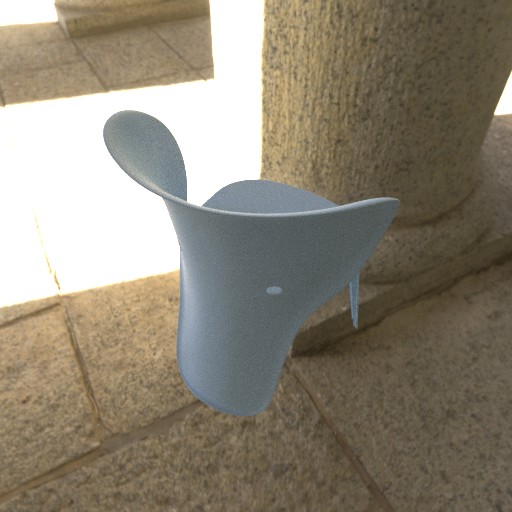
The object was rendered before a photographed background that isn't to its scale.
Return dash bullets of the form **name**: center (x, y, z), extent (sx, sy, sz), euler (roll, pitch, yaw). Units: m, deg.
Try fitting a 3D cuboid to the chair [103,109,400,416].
- **chair**: center (0.000, 0.000, 0.841), extent (0.451, 0.554, 0.402), euler (24, 50, 22)
